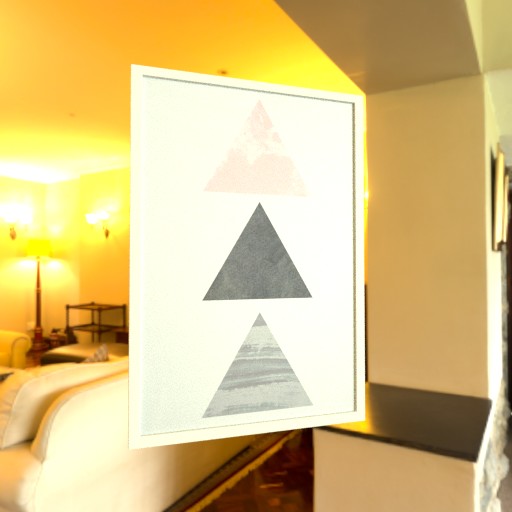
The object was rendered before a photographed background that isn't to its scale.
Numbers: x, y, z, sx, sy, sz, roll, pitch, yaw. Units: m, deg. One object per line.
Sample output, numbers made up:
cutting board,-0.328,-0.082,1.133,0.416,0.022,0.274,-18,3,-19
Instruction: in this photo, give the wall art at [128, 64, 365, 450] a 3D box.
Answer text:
wall art,0.000,0.000,0.831,0.456,0.656,0.013,0,-1,-18
